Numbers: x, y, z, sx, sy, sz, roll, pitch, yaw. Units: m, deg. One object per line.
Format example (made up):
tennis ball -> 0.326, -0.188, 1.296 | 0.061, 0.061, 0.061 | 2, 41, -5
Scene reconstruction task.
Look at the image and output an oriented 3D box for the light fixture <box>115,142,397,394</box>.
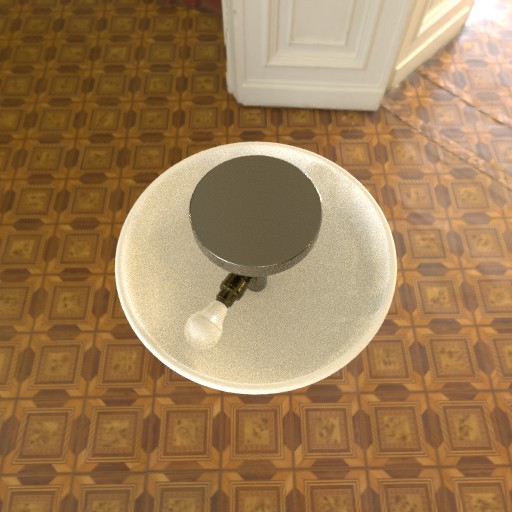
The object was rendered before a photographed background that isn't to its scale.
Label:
light fixture -> 0.000, 0.000, 0.538 | 0.330, 0.214, 0.330 | 0, 63, 0
